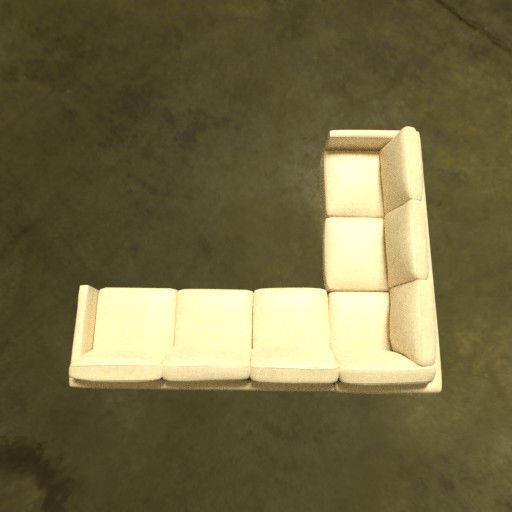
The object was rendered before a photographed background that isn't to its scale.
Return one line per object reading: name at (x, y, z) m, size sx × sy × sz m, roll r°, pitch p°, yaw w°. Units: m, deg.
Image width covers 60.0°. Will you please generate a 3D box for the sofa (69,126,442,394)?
sofa at (0.000, 0.000, 4.408) m, size 3.302 × 0.947 × 2.593 m, roll 1°, pitch 75°, yaw 0°
